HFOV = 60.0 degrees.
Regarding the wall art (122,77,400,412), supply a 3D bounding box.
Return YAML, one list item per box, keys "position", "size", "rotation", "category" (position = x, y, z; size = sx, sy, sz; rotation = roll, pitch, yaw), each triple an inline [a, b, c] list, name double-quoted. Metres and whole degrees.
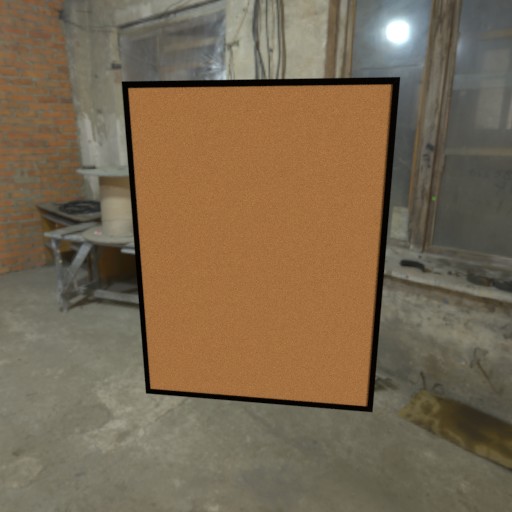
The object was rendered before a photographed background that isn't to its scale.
- position: [0.000, 0.000, 1.431]
  size: [0.805, 1.062, 0.040]
  rotation: [2, 16, 8]
  category: "wall art"
